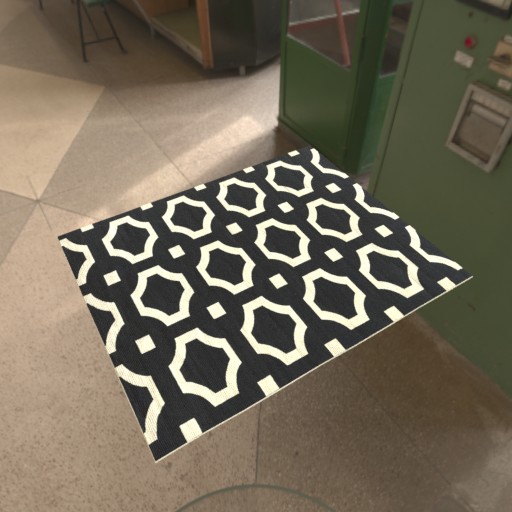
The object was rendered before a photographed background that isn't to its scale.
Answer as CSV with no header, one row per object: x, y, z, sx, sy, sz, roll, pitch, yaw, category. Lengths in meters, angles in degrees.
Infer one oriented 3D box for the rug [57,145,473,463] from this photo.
0.000,0.000,4.144,3.049,0.021,2.466,-24,51,-21,rug
